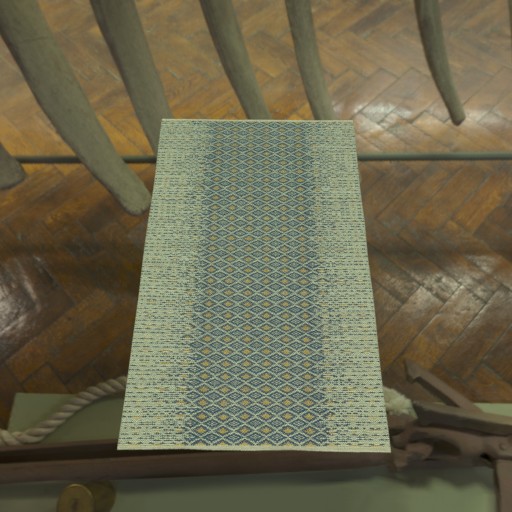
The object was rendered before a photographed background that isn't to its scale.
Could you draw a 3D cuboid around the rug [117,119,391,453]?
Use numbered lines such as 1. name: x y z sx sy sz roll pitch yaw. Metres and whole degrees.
1. rug: 0.000 0.000 3.030 1.541 0.008 2.448 1 64 0
